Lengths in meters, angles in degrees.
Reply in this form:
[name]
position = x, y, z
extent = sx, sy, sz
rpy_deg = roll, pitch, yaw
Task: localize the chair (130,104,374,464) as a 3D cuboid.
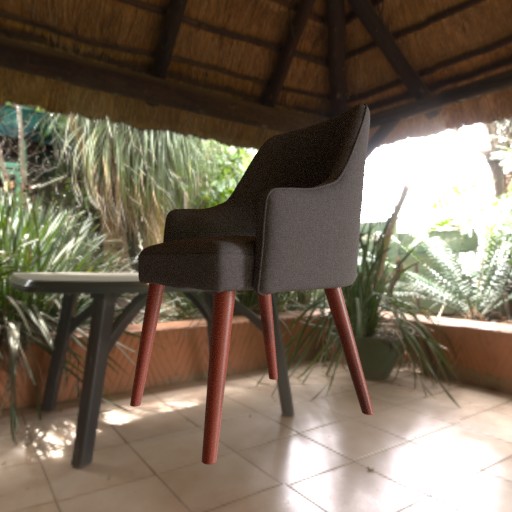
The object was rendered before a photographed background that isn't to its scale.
[chair]
position = 0.000, 0.000, 1.228
extent = 0.560, 0.838, 0.559
rpy_deg = 0, 0, -35
